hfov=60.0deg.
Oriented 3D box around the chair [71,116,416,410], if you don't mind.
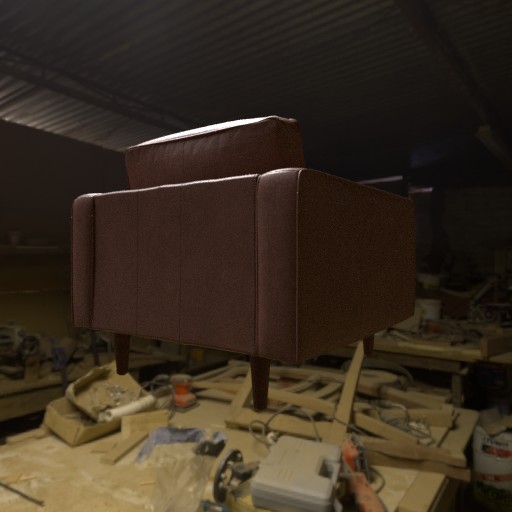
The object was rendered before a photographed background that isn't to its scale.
[{"bbox_3d":[0.000,0.000,1.572,0.920,0.770,0.900,0,0,36],"label":"chair"}]
